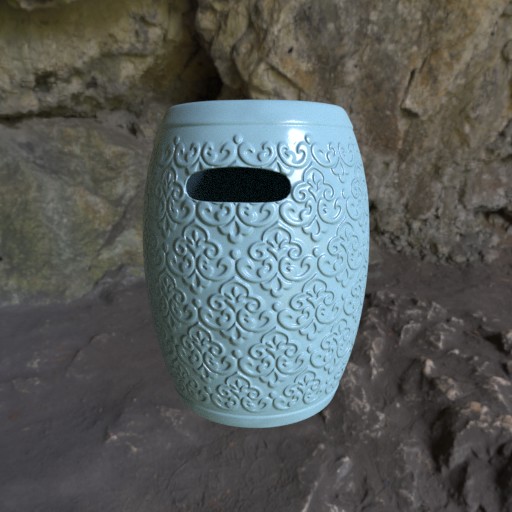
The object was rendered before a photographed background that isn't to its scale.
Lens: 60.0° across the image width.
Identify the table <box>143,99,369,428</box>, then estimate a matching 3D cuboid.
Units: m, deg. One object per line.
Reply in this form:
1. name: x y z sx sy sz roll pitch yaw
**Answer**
1. table: 0.000 0.000 0.628 0.309 0.397 0.309 0 13 0
